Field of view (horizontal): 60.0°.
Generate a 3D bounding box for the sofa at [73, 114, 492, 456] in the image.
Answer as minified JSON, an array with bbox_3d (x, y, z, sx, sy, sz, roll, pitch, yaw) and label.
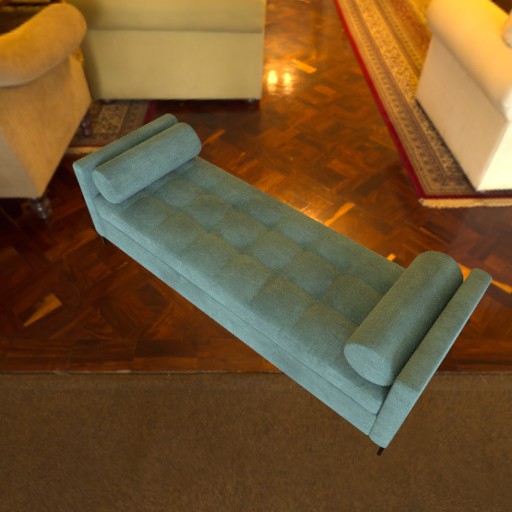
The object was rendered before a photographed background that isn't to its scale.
[{"bbox_3d":[0.000,0.000,2.287,1.981,0.635,0.686,32,55,26],"label":"sofa"}]
